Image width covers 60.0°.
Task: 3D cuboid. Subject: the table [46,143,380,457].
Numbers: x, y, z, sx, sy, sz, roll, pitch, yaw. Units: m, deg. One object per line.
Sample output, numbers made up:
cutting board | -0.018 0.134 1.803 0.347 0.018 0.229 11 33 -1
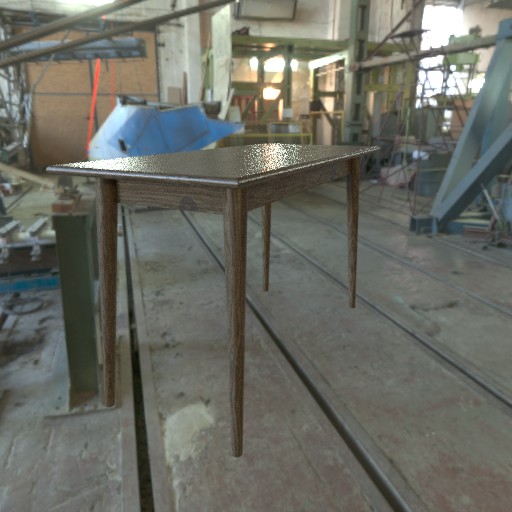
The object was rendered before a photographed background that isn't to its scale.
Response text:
table | 0.000 0.000 1.727 0.599 0.780 1.300 9 19 26
